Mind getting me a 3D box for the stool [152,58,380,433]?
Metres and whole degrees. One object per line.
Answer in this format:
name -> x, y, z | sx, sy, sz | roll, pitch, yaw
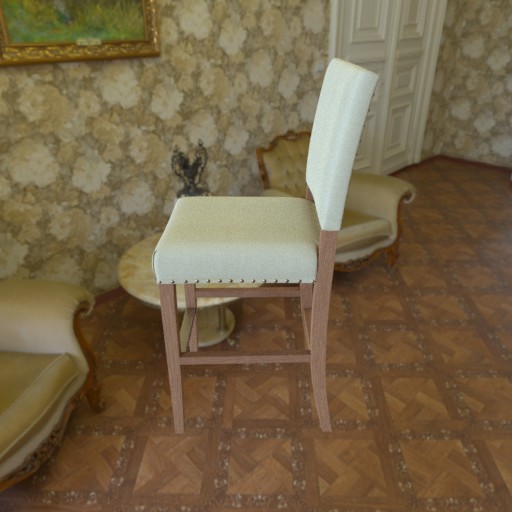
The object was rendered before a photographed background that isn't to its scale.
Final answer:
stool -> 0.000, 0.000, 1.461 | 0.584, 1.168, 0.445 | 0, 28, 0
